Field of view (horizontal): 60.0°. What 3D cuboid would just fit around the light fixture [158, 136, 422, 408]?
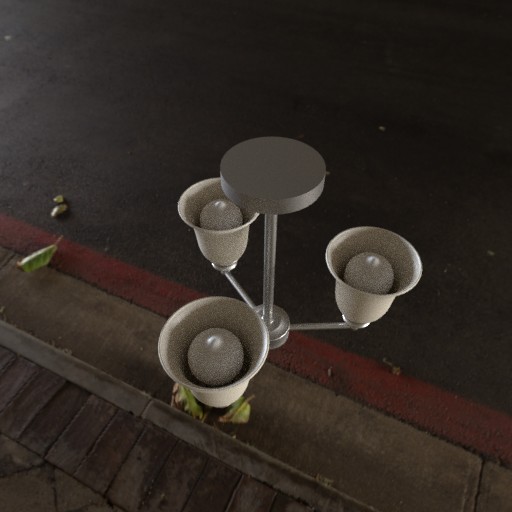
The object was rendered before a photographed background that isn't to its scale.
[{"bbox_3d":[0.000,0.000,0.662,0.388,0.370,0.354,-24,52,-21],"label":"light fixture"}]
